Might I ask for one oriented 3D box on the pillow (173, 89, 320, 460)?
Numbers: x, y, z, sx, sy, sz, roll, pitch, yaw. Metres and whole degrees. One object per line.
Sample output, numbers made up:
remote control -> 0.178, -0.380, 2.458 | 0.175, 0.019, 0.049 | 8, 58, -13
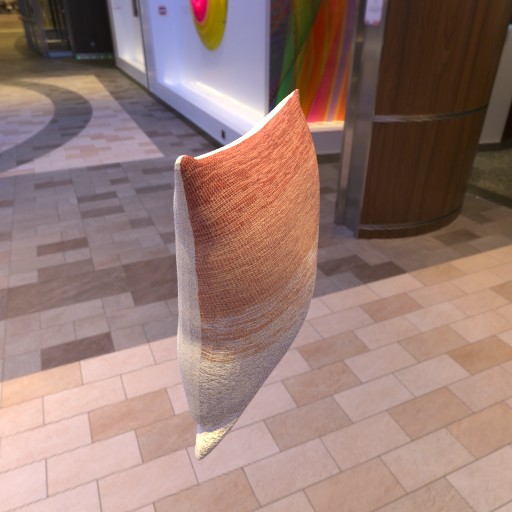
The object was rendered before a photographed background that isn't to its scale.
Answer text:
pillow -> 0.000, 0.000, 0.694 | 0.182, 0.441, 0.440 | 10, 32, 17
